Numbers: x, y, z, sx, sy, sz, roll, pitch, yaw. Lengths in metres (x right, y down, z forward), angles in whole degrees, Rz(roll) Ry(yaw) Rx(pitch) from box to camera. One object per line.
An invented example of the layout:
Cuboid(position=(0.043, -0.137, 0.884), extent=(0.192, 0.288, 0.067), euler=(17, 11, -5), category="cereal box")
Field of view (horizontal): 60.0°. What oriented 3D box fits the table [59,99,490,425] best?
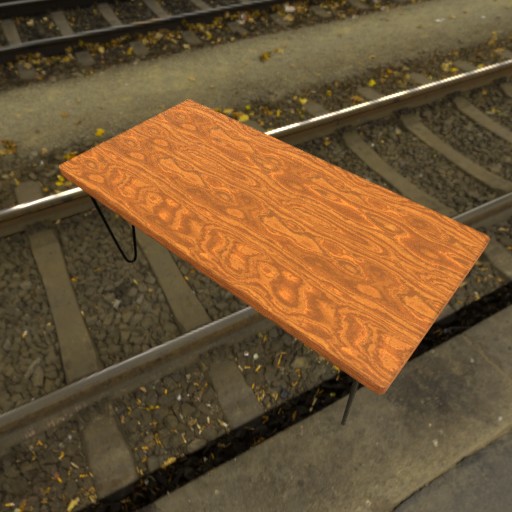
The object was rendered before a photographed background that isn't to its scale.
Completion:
Cuboid(position=(0.000, 0.000, 2.260), extent=(1.791, 0.753, 0.883), euler=(32, 55, 26), category="table")
